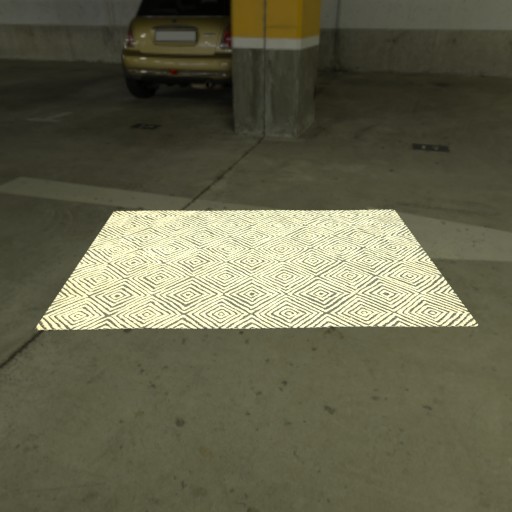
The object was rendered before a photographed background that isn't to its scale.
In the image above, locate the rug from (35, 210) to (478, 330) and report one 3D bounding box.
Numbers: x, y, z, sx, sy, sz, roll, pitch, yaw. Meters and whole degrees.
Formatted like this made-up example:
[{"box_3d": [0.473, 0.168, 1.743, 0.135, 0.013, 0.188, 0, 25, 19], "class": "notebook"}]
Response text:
[{"box_3d": [0.000, 0.000, 2.257, 1.750, 0.004, 1.177, 0, 29, -1], "class": "rug"}]
